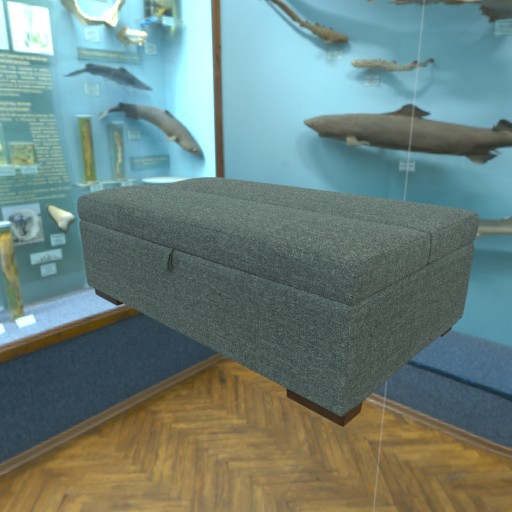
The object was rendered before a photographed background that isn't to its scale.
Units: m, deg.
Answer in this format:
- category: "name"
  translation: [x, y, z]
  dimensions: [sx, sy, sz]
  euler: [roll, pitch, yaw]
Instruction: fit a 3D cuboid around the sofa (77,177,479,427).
- category: "sofa"
  translation: [0.000, 0.000, 1.566]
  dimensions: [1.198, 0.417, 0.782]
  euler: [16, 23, 41]
